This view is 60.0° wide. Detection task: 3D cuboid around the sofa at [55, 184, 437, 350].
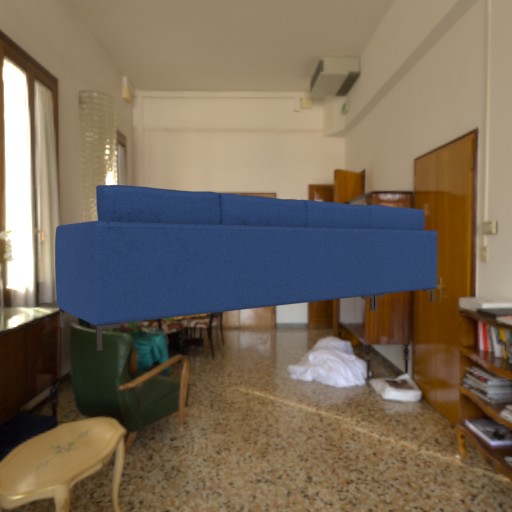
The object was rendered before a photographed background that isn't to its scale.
[{"bbox_3d":[0.000,0.000,2.891,2.450,0.679,1.128,-1,2,-37],"label":"sofa"}]
